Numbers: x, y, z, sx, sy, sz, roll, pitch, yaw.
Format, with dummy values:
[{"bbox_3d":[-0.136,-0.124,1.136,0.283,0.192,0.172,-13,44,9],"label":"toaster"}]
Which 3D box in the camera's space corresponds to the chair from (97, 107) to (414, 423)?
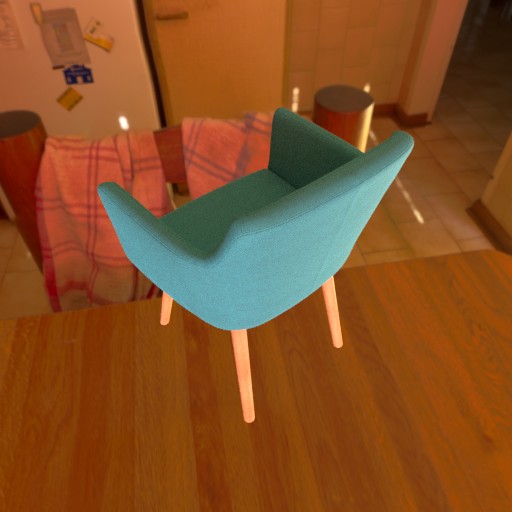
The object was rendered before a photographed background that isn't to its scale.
[{"bbox_3d":[0.000,0.000,1.167,0.570,0.780,0.540,-31,53,-27],"label":"chair"}]
